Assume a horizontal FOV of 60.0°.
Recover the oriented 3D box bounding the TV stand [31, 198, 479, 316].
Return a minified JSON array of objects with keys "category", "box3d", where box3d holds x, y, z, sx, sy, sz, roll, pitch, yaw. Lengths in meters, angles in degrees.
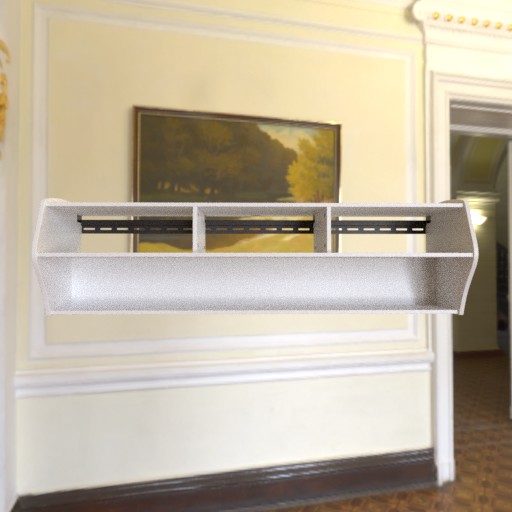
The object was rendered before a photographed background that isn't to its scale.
[{"category":"TV stand","box3d":[0.000,0.000,1.657,1.473,0.424,0.397,0,-1,-1]}]
